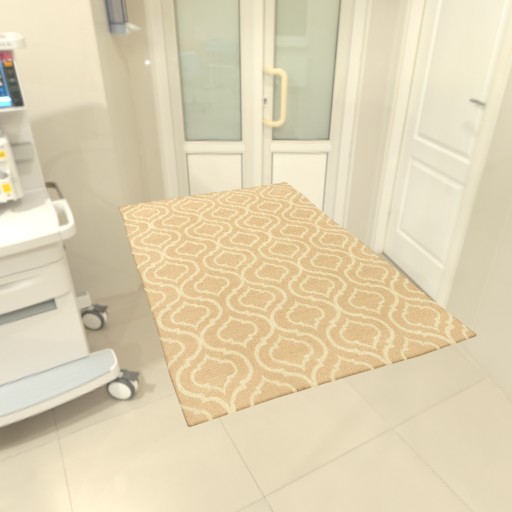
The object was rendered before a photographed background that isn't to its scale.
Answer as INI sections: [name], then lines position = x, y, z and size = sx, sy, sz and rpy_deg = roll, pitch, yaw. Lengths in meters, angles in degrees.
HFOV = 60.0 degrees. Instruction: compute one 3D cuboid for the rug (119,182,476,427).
[rug]
position = 0.000, 0.000, 2.225
size = 1.152, 0.013, 1.761
rpy_deg = -11, 32, -19
